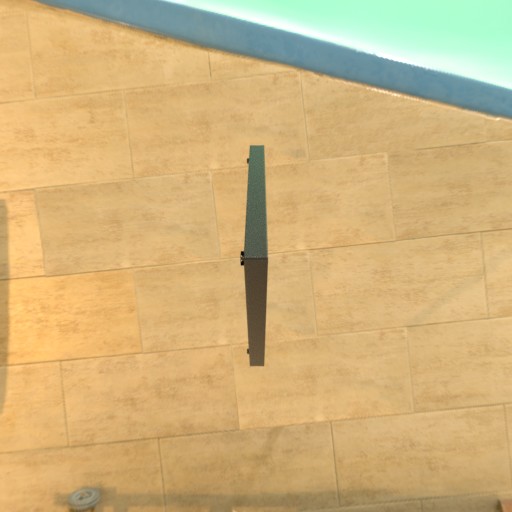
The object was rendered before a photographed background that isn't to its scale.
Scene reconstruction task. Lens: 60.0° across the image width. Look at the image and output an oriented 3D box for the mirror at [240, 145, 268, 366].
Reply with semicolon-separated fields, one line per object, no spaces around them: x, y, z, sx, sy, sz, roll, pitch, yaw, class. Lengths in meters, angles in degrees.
0.000;0.000;0.840;0.032;0.679;0.419;0;91;0;mirror
